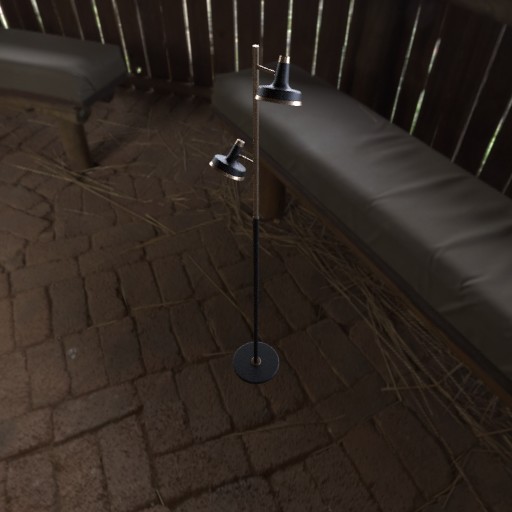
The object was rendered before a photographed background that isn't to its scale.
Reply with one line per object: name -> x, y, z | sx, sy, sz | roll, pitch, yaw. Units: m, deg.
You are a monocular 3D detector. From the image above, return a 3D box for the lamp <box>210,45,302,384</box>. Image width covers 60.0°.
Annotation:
lamp -> 0.000, 0.000, 1.840 | 0.351, 1.674, 0.253 | 33, 54, 28
